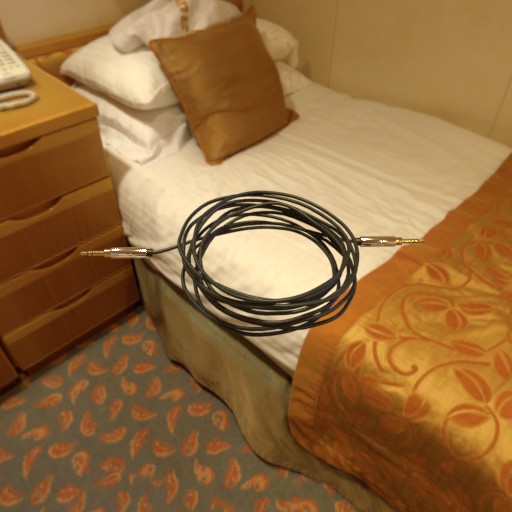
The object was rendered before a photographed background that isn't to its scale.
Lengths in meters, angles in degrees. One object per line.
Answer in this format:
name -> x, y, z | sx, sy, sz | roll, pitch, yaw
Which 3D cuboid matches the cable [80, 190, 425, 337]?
cable -> 0.000, 0.000, 0.505 | 0.432, 0.069, 0.198 | -1, 42, -1
